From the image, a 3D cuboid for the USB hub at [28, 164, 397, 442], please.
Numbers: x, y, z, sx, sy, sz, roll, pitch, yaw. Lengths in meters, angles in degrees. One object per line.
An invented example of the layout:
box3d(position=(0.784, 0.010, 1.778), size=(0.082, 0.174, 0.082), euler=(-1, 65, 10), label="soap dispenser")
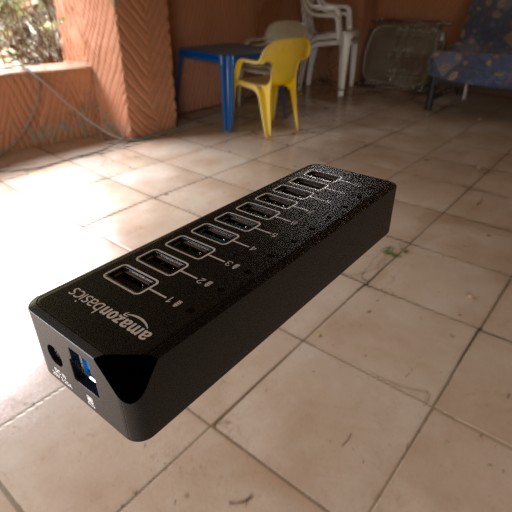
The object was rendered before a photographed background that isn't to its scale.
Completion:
box3d(position=(0.000, 0.000, 0.160), size=(0.044, 0.023, 0.145), euler=(22, 37, 32), label="USB hub")
